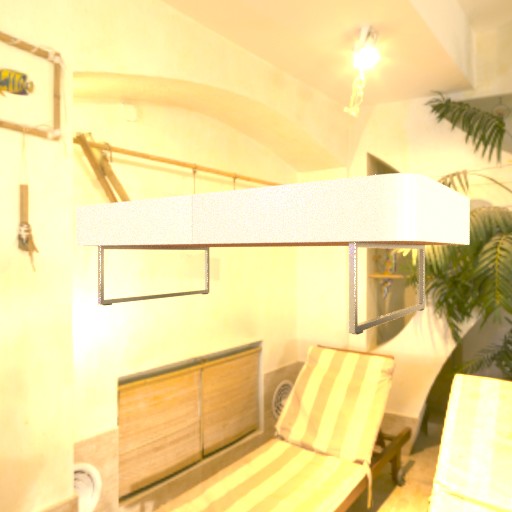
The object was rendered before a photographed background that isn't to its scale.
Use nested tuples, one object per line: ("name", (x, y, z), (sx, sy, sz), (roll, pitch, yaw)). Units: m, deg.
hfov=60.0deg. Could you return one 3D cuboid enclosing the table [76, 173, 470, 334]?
("table", (0.000, 0.000, 1.456), (1.200, 0.340, 0.600), (0, 1, 36))
